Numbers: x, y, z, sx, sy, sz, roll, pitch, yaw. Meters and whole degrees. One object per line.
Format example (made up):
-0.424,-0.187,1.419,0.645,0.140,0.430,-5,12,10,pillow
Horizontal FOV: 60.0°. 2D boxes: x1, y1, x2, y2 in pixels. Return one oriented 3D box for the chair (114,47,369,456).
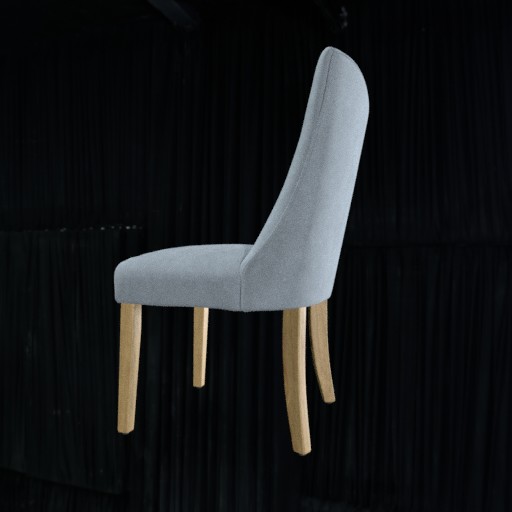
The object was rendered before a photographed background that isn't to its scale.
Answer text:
0.000,0.000,1.239,0.610,0.902,0.495,0,0,18,chair
